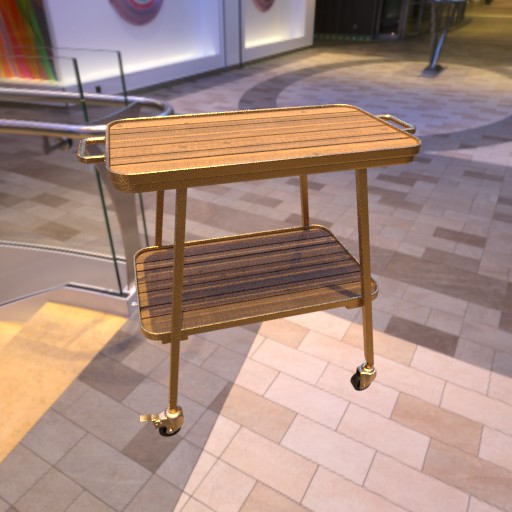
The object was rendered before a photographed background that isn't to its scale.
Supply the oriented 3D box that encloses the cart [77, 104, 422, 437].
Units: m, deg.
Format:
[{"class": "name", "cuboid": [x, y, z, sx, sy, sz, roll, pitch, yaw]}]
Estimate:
[{"class": "cart", "cuboid": [0.000, 0.000, 1.242, 0.806, 0.700, 0.524, -9, 33, -13]}]
